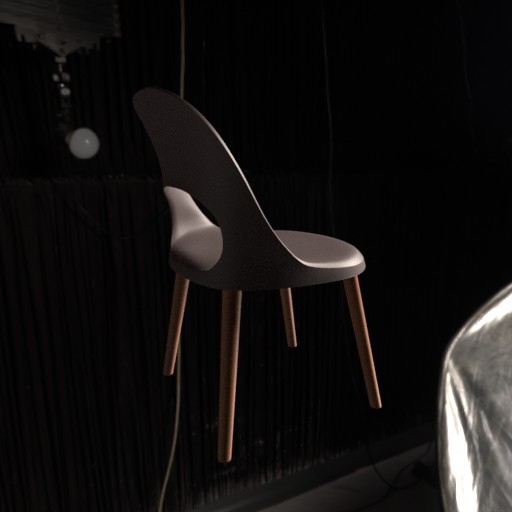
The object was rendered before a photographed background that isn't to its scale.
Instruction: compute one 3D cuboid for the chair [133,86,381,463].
[{"bbox_3d":[0.000,0.000,1.160,0.556,0.794,0.470,-7,15,-27],"label":"chair"}]
